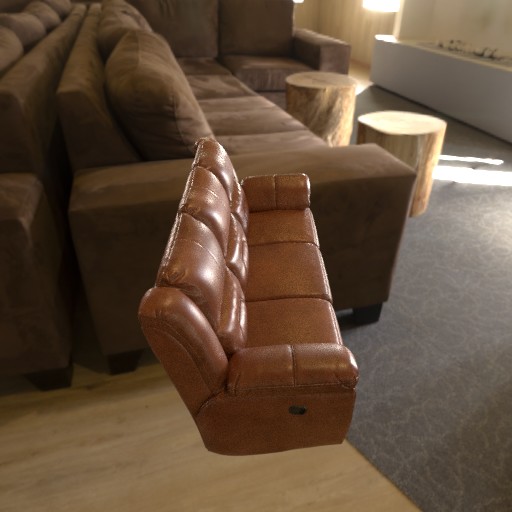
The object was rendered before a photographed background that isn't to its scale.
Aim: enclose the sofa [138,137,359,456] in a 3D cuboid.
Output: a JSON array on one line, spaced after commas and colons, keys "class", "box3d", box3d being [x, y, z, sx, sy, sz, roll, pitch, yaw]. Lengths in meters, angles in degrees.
[{"class": "sofa", "box3d": [0.000, 0.000, 2.943, 0.991, 1.043, 2.337, 0, 33, 0]}]
